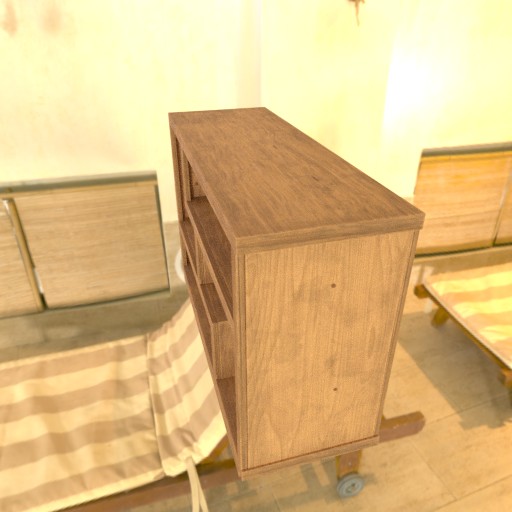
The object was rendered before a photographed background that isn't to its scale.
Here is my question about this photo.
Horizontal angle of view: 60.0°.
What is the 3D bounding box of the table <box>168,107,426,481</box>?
[{"bbox_3d":[0.000,0.000,1.551,0.410,0.771,1.151,-8,31,-14],"label":"table"}]
